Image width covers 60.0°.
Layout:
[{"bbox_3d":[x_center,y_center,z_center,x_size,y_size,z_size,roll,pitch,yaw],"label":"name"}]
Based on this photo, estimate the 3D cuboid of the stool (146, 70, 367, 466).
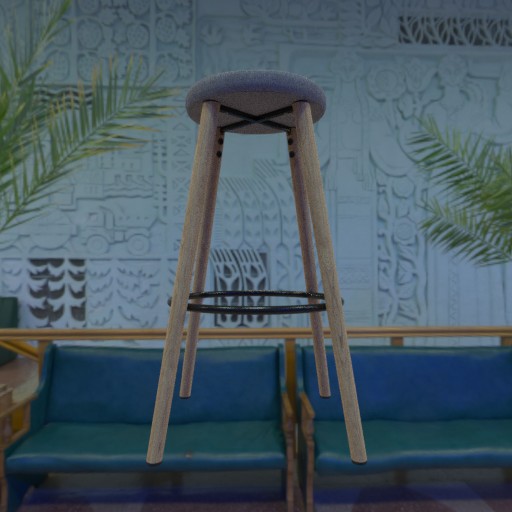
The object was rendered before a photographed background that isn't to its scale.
[{"bbox_3d":[0.000,0.000,1.017,0.410,0.770,0.410,0,0,-1],"label":"stool"}]
